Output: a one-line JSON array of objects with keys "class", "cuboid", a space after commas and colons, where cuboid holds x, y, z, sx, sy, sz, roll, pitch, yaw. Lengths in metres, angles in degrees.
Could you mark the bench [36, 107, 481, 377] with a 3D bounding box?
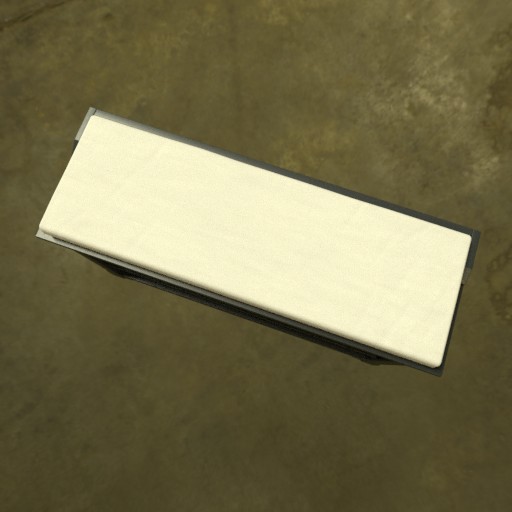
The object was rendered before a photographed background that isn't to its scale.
[{"class": "bench", "cuboid": [0.000, 0.000, 1.251, 0.973, 0.561, 0.345, 19, 78, 4]}]
